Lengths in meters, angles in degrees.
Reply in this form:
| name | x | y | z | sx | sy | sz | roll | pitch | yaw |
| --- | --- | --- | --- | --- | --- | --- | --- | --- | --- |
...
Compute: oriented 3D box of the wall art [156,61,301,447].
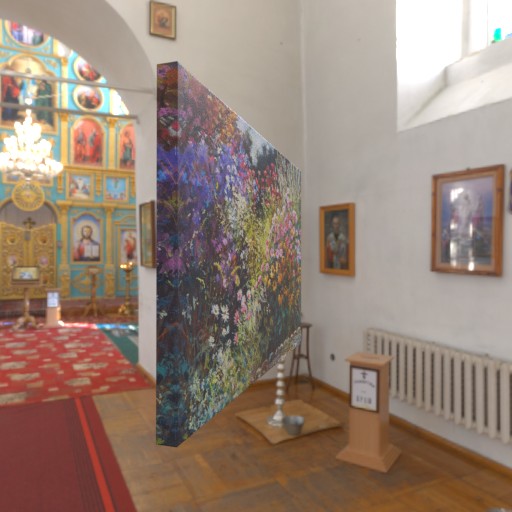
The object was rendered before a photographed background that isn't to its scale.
| name | x | y | z | sx | sy | sz | roll | pitch | yaw |
| --- | --- | --- | --- | --- | --- | --- | --- | --- | --- |
| wall art | 0.000 | 0.000 | 1.130 | 0.037 | 0.604 | 0.908 | 0 | -1 | 18 |
